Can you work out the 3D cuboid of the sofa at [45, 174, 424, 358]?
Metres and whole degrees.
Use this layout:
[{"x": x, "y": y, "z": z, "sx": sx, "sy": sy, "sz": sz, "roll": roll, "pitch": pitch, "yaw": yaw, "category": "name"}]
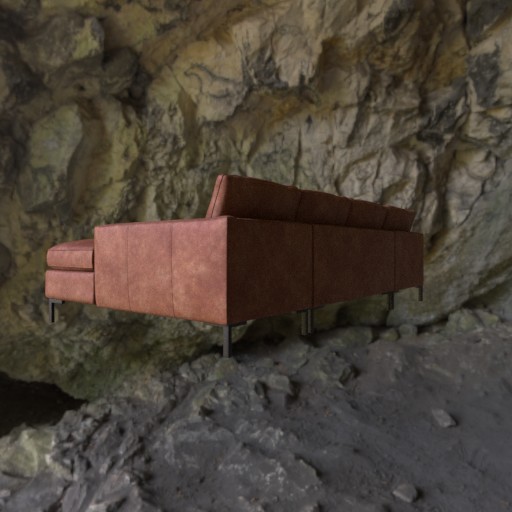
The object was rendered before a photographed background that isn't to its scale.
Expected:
[{"x": 0.000, "y": 0.000, "z": 3.770, "sx": 1.939, "sy": 0.900, "sz": 2.956, "roll": 1, "pitch": 1, "yaw": 38, "category": "sofa"}]
